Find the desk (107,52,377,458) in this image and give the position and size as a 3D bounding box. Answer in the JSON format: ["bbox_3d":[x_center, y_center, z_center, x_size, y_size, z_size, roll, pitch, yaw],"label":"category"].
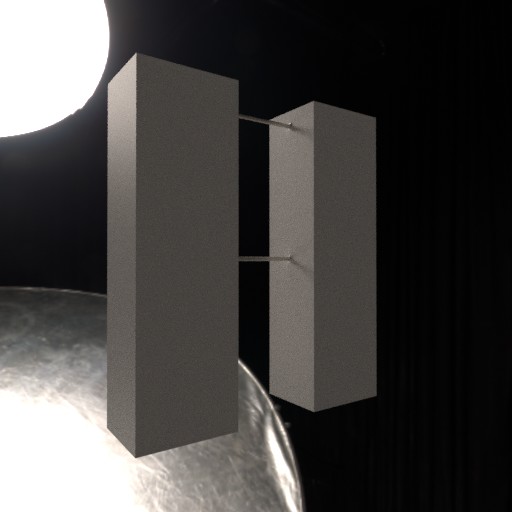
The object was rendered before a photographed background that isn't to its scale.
[{"bbox_3d":[0.000,0.000,2.884,1.770,2.000,0.480,0,-1,-35],"label":"desk"}]
